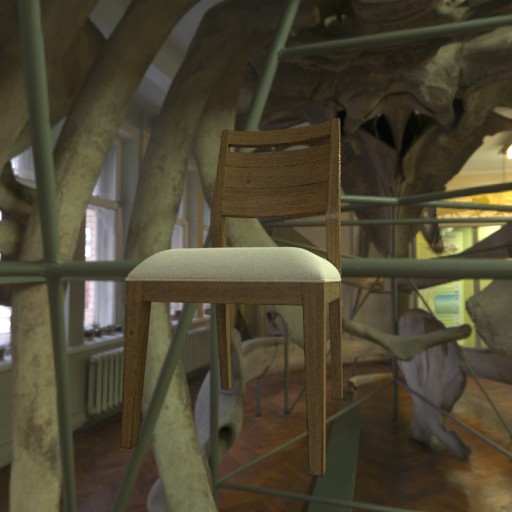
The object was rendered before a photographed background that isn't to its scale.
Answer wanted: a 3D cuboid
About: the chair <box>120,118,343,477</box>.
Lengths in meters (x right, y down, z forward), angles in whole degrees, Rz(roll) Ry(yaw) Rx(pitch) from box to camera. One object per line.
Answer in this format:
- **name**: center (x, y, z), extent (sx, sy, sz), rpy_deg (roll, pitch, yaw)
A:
- **chair**: center (0.000, 0.000, 1.298), extent (0.497, 0.939, 0.610), rpy_deg (-1, -2, 18)
